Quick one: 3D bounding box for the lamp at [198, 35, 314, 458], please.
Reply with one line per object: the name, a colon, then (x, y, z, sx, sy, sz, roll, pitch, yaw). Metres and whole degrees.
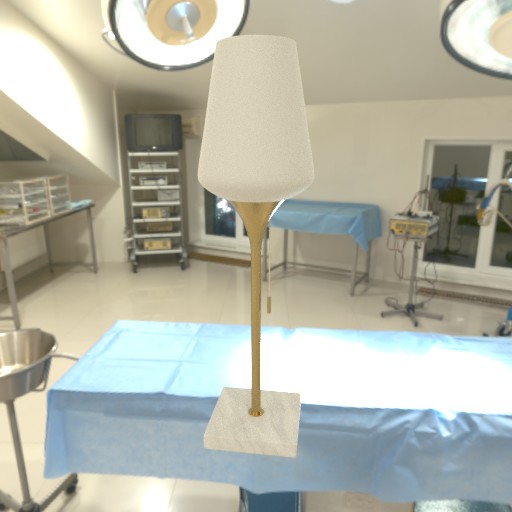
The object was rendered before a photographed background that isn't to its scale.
lamp: (0.000, 0.000, 0.726, 0.181, 0.639, 0.181, 2, 15, 8)
